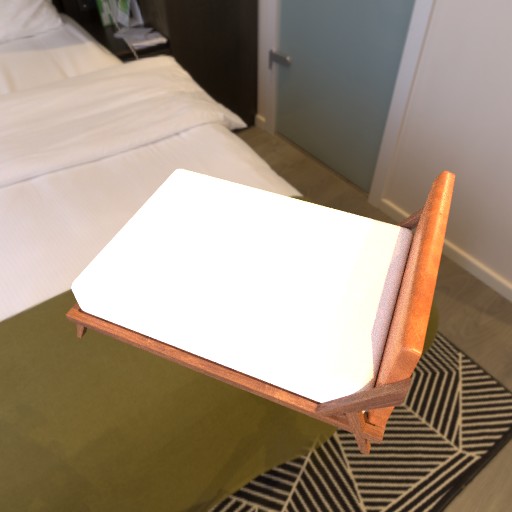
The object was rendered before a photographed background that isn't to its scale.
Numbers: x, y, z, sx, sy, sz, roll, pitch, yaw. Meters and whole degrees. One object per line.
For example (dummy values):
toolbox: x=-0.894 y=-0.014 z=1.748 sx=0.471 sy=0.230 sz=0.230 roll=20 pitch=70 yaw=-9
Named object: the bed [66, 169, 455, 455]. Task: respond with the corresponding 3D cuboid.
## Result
bed: x=0.000 y=0.000 z=3.224 sx=2.311 sy=1.168 sz=1.651 roll=17 pitch=49 yaw=15
